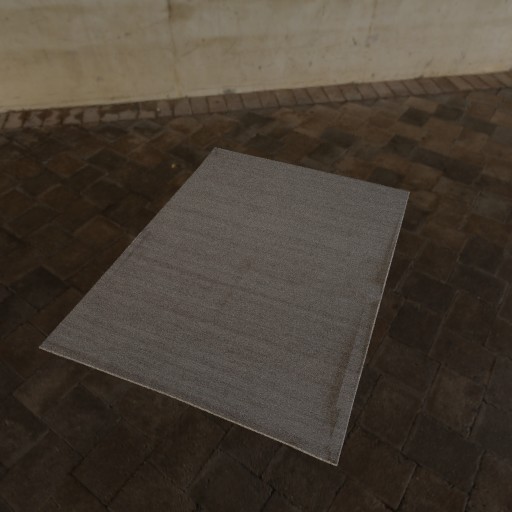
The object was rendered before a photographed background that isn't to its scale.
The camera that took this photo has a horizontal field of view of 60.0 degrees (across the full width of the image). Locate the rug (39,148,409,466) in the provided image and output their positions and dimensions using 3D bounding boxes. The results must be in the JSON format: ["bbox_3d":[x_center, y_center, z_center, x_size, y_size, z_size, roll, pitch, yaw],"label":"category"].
[{"bbox_3d":[0.000,0.000,5.009,2.873,0.053,3.778,16,47,15],"label":"rug"}]
